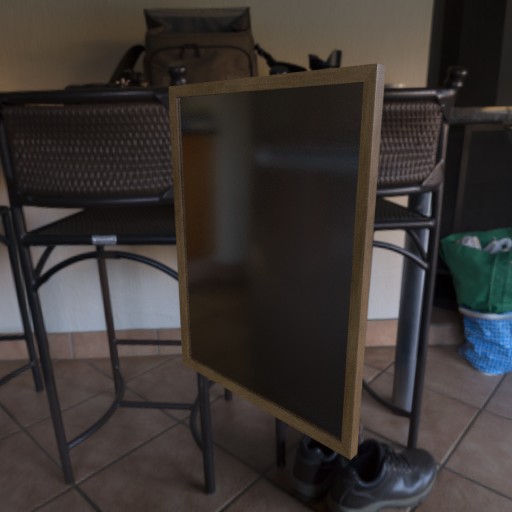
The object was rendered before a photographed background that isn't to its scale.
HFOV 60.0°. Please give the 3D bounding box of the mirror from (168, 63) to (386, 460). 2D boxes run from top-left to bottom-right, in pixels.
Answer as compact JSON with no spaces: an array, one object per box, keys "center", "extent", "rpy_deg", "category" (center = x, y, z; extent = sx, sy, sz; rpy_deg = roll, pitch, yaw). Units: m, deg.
[{"center":[0.000,0.000,1.356],"extent":[0.762,1.016,0.040],"rpy_deg":[15,21,42],"category":"mirror"}]
